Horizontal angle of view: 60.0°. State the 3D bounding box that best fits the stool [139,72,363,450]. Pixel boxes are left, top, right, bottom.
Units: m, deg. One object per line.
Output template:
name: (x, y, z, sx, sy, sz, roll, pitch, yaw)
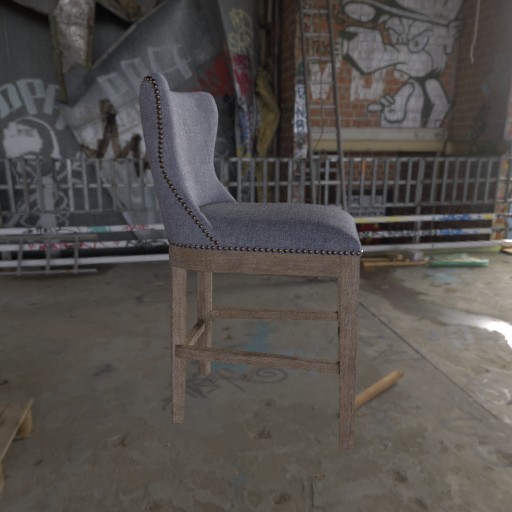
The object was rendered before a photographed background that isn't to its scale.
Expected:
stool: (0.000, 0.000, 1.335, 0.608, 0.981, 0.498, 2, 14, 9)
